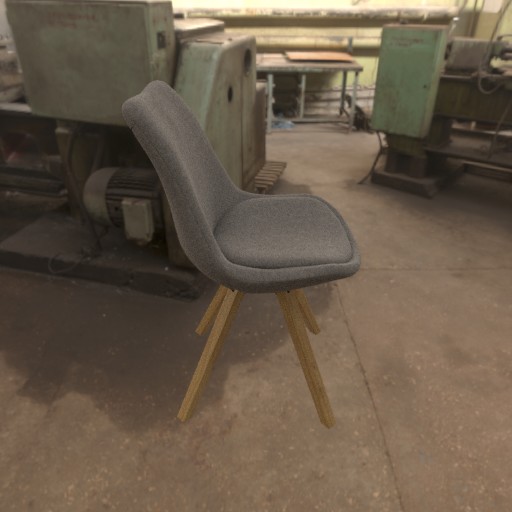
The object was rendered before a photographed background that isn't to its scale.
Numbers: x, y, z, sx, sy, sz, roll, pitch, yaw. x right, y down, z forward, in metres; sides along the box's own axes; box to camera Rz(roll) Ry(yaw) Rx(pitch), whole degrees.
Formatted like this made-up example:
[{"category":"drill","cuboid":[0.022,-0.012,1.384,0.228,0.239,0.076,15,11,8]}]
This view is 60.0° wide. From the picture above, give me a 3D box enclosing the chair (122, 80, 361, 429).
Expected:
[{"category":"chair","cuboid":[0.000,0.000,1.213,0.550,0.865,0.483,1,30,1]}]
